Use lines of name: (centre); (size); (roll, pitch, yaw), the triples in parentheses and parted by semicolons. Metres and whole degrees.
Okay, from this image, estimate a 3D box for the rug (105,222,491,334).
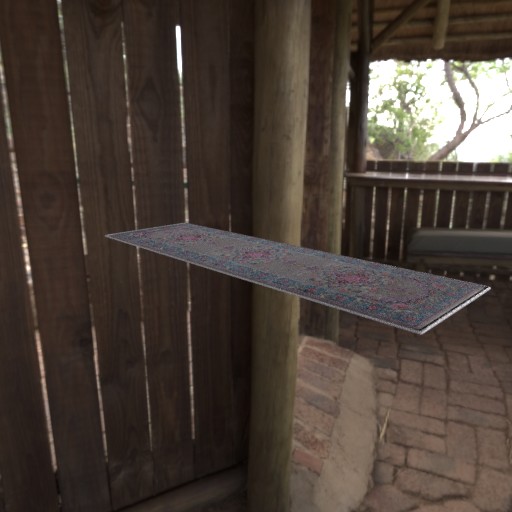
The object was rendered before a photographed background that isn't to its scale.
rug: (0.000, 0.000, 2.019); (0.553, 0.012, 1.827); (-14, 20, -43)
